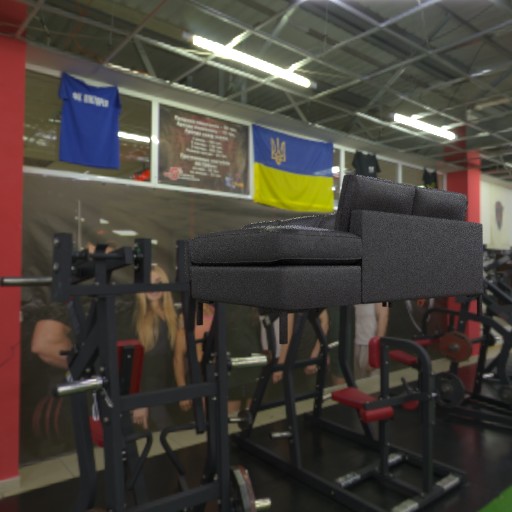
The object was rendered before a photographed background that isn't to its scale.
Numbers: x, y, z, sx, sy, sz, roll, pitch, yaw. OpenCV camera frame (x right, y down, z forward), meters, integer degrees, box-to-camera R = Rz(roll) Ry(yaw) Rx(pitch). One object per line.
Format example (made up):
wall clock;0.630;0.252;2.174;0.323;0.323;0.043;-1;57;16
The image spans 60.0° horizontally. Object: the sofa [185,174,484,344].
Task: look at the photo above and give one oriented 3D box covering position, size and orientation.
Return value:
sofa;0.000;0.000;3.778;1.938;0.877;2.984;1;-1;-36
